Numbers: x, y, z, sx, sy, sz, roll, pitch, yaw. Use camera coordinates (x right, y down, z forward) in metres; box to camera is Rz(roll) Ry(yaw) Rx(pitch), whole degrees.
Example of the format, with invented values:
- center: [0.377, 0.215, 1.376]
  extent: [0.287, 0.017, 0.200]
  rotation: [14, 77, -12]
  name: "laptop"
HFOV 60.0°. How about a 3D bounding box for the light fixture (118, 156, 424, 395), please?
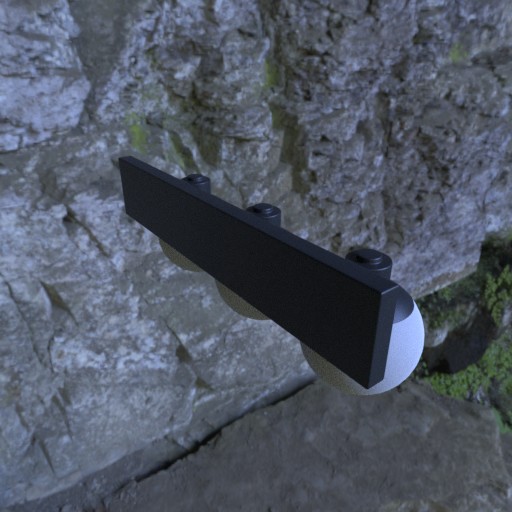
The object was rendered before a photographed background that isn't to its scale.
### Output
- center: [0.000, 0.000, 0.832]
  extent: [0.218, 0.263, 0.721]
  rotation: [-18, 32, -33]
  name: "light fixture"
